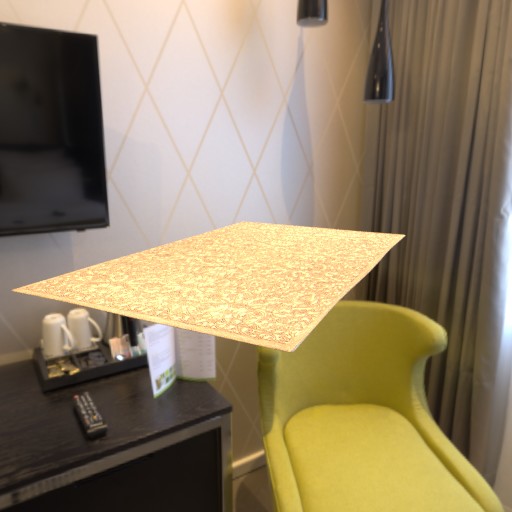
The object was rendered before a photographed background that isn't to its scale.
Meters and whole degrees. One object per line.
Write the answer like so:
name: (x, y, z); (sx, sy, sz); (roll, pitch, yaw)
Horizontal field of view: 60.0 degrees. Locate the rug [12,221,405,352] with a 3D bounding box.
rug: (0.000, 0.000, 2.940); (1.529, 0.012, 2.435); (7, 15, 26)
